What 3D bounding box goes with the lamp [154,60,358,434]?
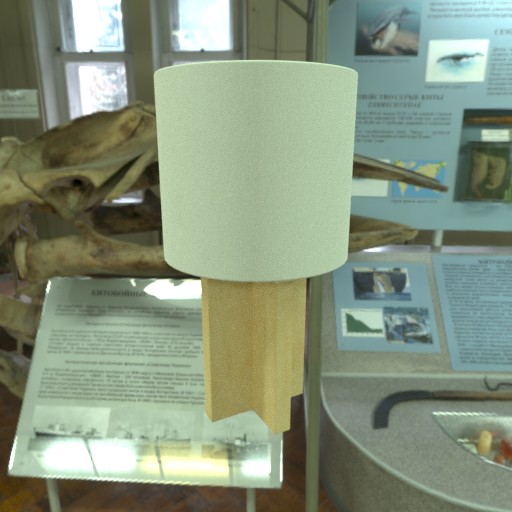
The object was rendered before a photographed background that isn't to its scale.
[{"bbox_3d":[0.000,0.000,0.564,0.229,0.428,0.229,-8,17,-27],"label":"lamp"}]
